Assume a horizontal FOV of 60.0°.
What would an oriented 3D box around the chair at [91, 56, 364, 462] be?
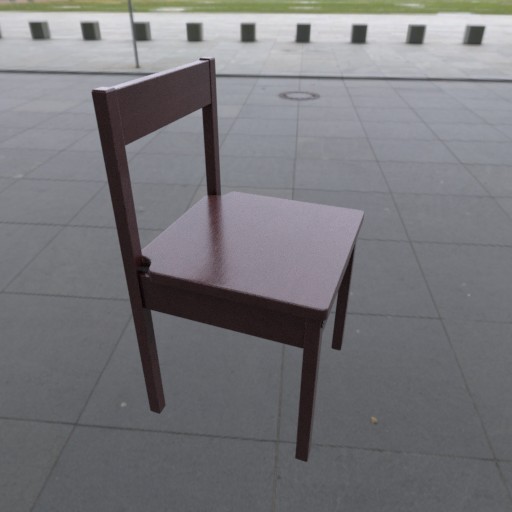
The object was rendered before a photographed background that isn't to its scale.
[{"bbox_3d":[0.000,0.000,0.877,0.361,0.668,0.367,11,33,17],"label":"chair"}]
